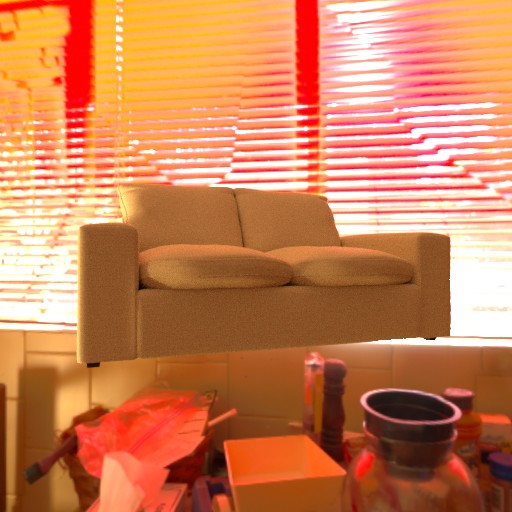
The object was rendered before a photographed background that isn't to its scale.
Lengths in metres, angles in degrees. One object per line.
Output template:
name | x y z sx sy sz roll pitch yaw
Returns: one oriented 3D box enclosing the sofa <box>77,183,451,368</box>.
sofa | 0.000 0.000 2.375 1.754 0.875 1.091 0 -1 -21
